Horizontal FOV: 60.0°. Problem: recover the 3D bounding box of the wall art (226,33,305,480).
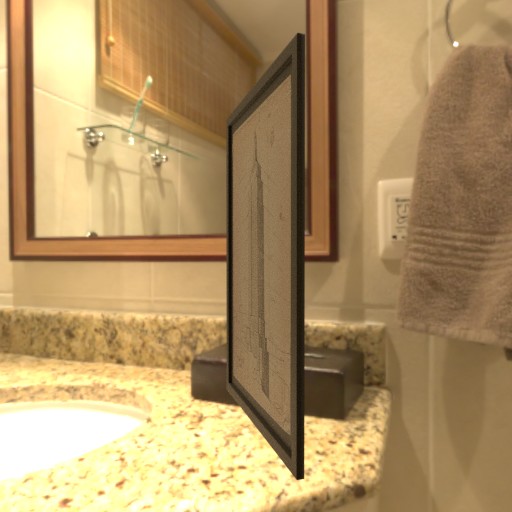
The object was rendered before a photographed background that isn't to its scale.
[{"bbox_3d":[0.000,0.000,0.871,0.012,0.661,0.451,0,1,-17],"label":"wall art"}]
